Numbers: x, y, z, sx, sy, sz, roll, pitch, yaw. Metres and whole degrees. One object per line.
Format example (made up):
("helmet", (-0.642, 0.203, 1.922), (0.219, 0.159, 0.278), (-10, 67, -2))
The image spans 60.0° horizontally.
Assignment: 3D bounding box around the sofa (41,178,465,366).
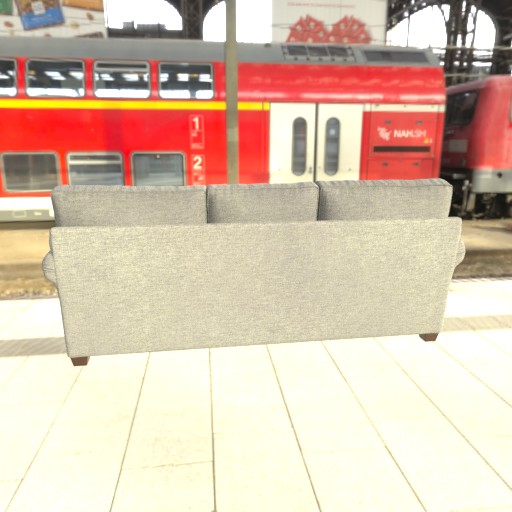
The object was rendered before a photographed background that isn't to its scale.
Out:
("sofa", (0.000, 0.000, 2.782), (2.312, 0.975, 0.965), (-2, 14, -8))
